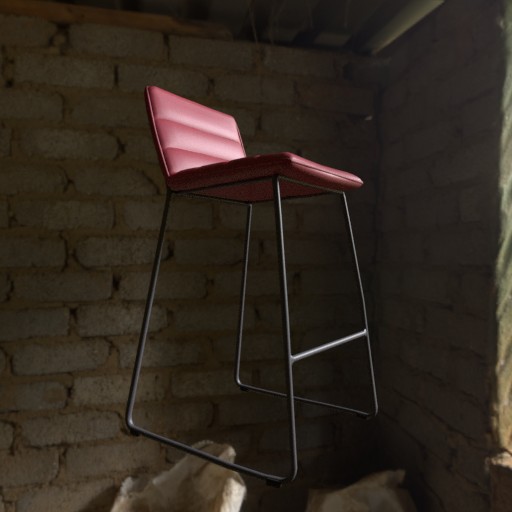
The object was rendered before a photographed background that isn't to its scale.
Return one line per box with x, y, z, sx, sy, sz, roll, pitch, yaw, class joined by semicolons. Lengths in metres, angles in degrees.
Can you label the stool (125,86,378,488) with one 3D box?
0.000;0.000;1.219;0.524;0.937;0.489;0;1;36;stool
